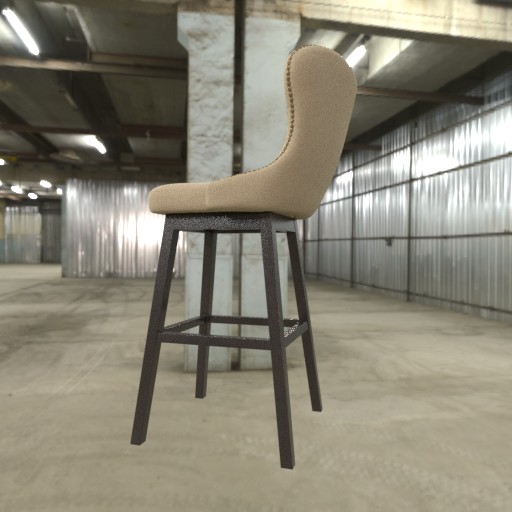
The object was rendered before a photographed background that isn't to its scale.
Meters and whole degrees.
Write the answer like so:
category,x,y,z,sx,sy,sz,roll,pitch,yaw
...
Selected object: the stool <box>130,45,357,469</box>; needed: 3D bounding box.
category,x,y,z,sx,sy,sz,roll,pitch,yaw
stool,0.000,0.000,1.370,0.605,1.066,0.528,0,1,18
